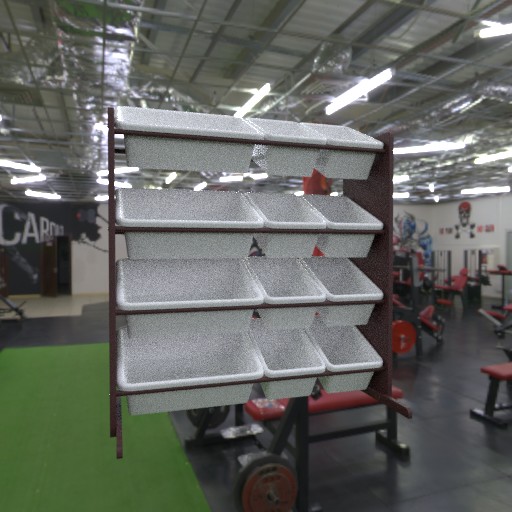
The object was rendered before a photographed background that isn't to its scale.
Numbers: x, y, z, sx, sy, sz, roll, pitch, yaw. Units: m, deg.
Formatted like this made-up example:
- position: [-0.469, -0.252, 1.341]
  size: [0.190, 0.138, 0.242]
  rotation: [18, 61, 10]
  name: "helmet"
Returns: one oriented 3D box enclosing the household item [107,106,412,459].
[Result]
- position: [0.000, 0.000, 1.245]
  size: [0.787, 0.864, 0.389]
  rotation: [0, 1, -17]
  name: "household item"
